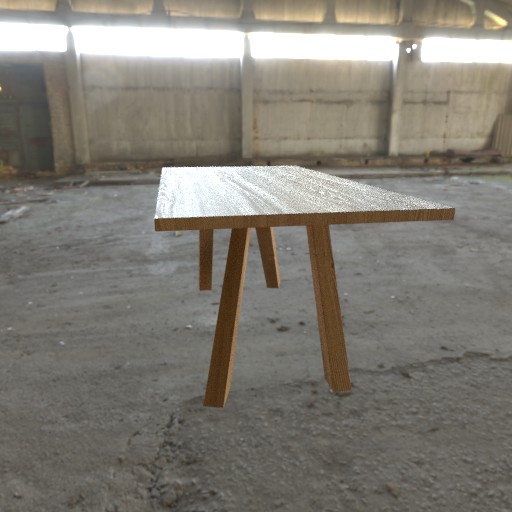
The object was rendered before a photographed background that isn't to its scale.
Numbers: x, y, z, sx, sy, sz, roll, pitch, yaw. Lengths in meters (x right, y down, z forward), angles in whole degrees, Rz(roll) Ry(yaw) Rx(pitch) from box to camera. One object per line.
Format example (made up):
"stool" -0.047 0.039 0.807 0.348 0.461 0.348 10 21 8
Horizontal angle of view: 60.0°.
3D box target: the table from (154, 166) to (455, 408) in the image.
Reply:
"table" 0.000 0.000 2.224 0.901 0.750 1.797 -3 16 -10
